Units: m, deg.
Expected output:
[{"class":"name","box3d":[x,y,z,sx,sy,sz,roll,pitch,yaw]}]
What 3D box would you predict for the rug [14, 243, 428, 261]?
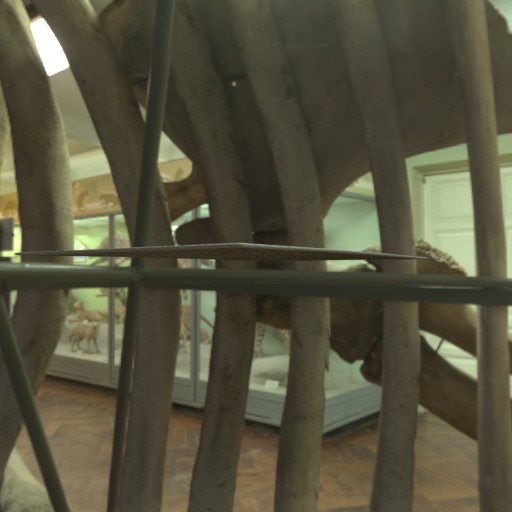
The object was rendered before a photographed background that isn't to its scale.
[{"class":"rug","box3d":[0.000,0.000,2.262,1.224,0.016,1.830,-1,-2,36]}]
